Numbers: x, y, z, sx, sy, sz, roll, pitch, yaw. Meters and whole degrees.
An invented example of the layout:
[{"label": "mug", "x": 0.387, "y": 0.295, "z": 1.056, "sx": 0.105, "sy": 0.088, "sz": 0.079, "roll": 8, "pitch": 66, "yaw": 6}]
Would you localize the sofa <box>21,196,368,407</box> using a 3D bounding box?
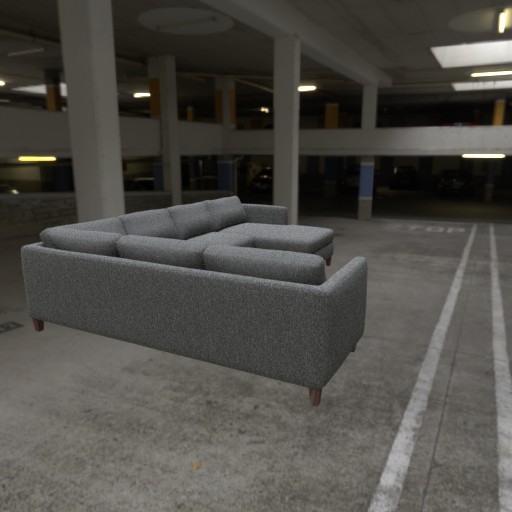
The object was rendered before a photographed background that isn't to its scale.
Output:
[{"label": "sofa", "x": 0.000, "y": 0.000, "z": 4.340, "sx": 2.551, "sy": 0.853, "sz": 3.238, "roll": 7, "pitch": 15, "yaw": 26}]
